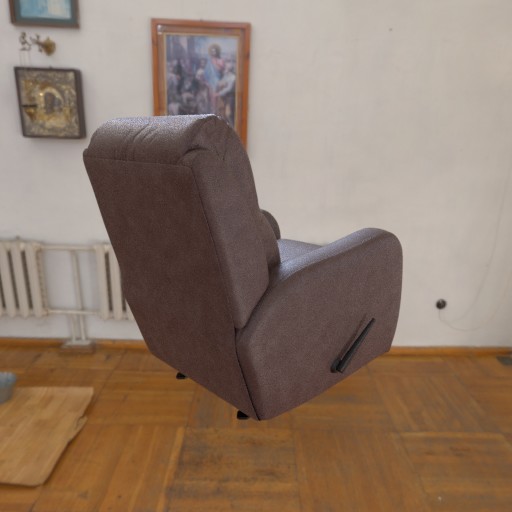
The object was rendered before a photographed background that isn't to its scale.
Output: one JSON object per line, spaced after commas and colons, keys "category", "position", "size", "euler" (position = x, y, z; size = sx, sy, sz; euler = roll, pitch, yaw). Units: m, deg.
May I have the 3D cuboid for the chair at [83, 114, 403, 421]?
{"category": "chair", "position": [0.000, 0.000, 1.796], "size": [1.067, 1.067, 0.865], "euler": [-15, 21, -42]}
